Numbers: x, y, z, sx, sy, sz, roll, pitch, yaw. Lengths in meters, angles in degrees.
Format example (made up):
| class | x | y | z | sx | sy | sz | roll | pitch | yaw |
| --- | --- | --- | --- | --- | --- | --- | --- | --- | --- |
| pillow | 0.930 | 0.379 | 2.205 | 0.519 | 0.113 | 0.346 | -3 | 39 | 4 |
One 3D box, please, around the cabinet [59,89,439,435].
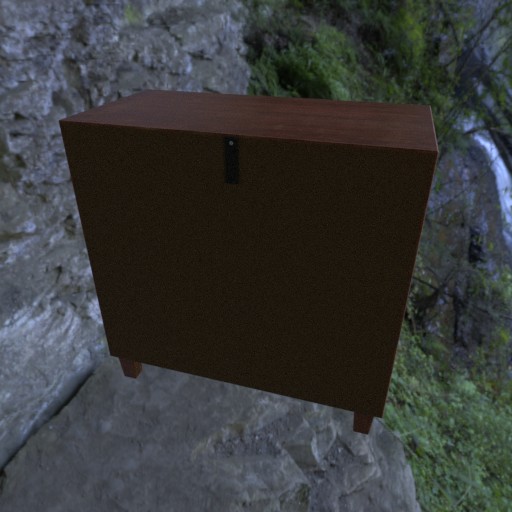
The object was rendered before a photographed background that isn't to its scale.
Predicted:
| class | x | y | z | sx | sy | sz | roll | pitch | yaw |
| --- | --- | --- | --- | --- | --- | --- | --- | --- | --- |
| cabinet | 0.000 | 0.000 | 1.244 | 0.796 | 0.785 | 0.412 | 9 | 31 | 14 |
